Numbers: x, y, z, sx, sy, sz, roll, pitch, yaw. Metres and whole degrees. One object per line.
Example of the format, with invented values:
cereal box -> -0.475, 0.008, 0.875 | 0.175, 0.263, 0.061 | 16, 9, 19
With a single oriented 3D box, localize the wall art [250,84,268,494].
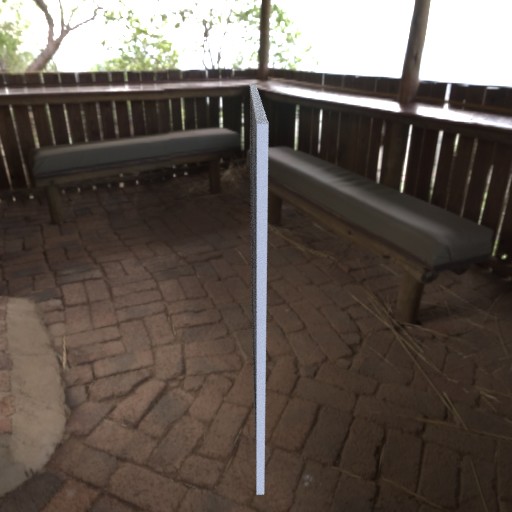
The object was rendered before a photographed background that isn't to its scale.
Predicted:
wall art -> 0.000, 0.000, 0.823 | 0.012, 0.557, 0.557 | -1, 25, -1
